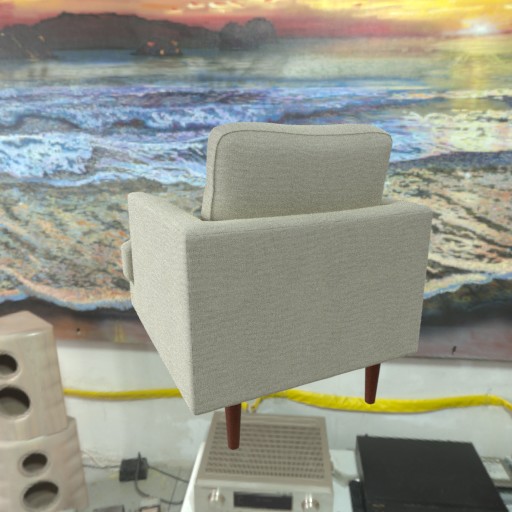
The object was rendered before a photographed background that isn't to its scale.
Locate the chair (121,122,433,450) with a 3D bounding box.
[{"bbox_3d":[0.000,0.000,1.664,0.858,0.957,0.899,-8,18,-25],"label":"chair"}]
